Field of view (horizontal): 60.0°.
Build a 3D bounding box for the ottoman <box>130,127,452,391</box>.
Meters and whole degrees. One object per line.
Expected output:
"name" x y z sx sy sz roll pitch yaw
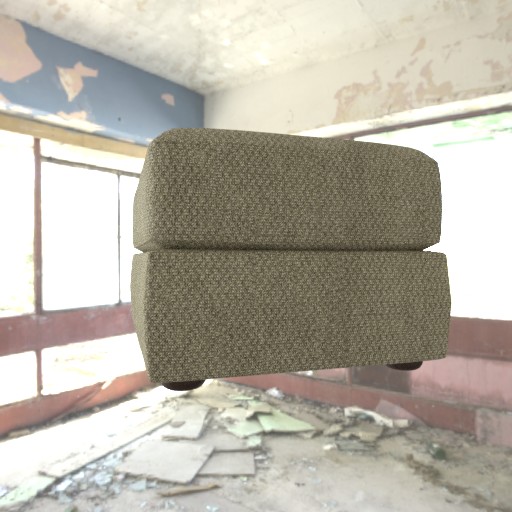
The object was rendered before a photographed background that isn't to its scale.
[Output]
"ottoman" 0.000 0.000 1.138 0.603 0.476 0.751 0 0 -18
